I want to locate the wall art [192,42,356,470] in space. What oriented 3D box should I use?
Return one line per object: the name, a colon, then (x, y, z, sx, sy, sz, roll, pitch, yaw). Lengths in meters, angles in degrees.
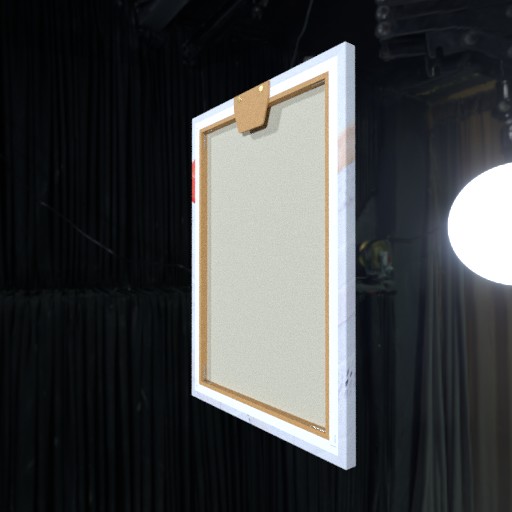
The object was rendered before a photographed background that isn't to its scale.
wall art: (0.000, 0.000, 1.125, 0.036, 0.848, 0.613, 0, -1, -38)
